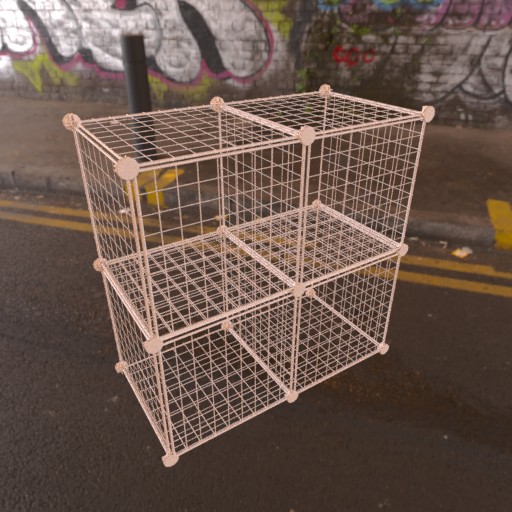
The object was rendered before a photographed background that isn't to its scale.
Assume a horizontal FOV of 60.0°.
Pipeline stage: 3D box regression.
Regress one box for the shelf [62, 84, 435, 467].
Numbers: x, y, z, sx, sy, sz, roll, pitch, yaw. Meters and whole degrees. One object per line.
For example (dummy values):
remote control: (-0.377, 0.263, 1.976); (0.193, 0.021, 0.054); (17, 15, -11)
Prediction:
shelf: (0.000, 0.000, 1.113); (0.711, 0.711, 0.356); (-18, 34, -28)
